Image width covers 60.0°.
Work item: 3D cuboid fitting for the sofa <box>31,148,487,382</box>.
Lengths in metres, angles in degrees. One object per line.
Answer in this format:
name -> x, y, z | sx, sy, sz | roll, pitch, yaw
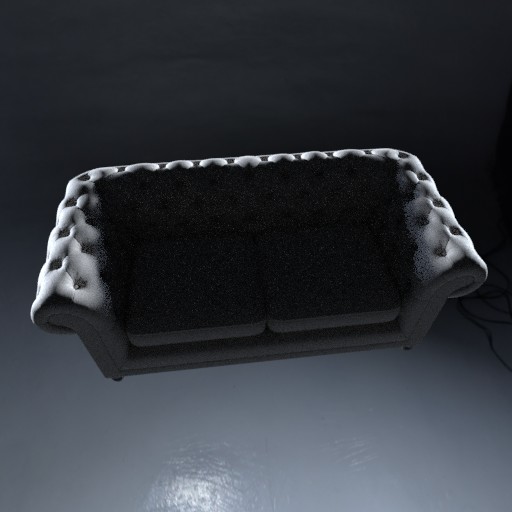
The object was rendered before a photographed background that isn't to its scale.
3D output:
sofa -> 0.000, 0.000, 2.406 | 1.998, 0.764, 0.986 | -5, 46, -5
